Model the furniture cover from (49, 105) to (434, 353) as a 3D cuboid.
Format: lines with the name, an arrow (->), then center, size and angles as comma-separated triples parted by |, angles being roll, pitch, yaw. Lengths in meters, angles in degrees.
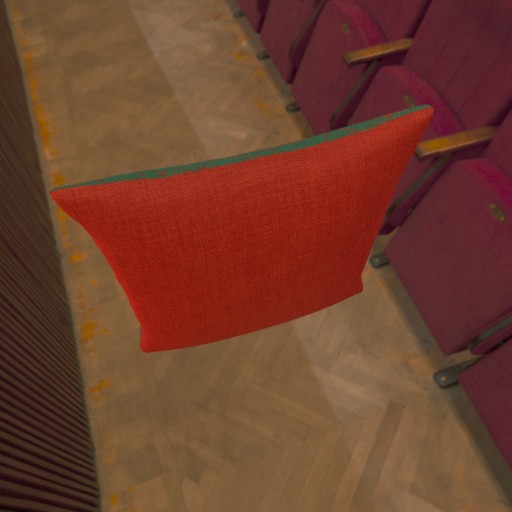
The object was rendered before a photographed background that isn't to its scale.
furniture cover -> 0.000, 0.000, 0.778 | 0.517, 0.508, 0.158 | -15, 57, -10
